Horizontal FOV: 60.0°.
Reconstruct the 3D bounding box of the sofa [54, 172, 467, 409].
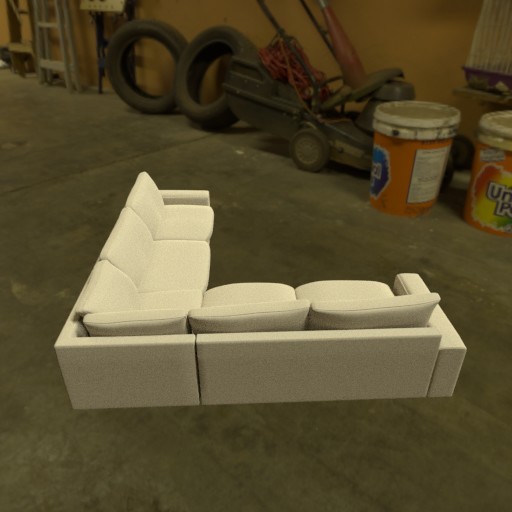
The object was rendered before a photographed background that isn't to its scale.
[{"bbox_3d":[0.000,0.000,4.719,3.066,0.918,3.206,-1,31,-2],"label":"sofa"}]
